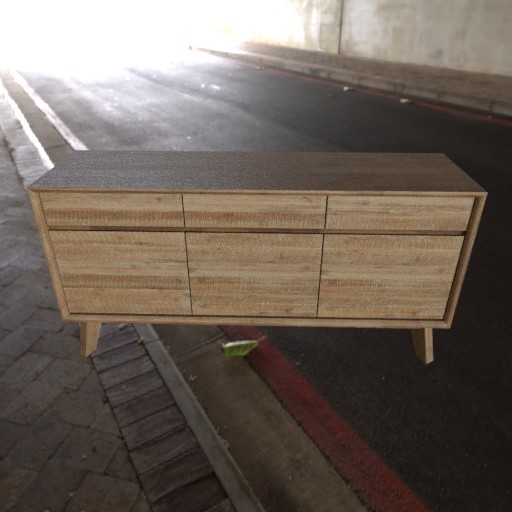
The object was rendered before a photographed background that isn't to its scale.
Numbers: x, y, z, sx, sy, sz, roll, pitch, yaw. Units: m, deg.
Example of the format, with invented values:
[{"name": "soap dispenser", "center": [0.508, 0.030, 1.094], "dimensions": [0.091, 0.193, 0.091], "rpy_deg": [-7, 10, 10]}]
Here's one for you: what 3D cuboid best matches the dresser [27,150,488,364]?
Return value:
[{"name": "dresser", "center": [0.000, 0.000, 1.931], "dimensions": [1.602, 0.788, 0.455], "rpy_deg": [1, 30, 1]}]
